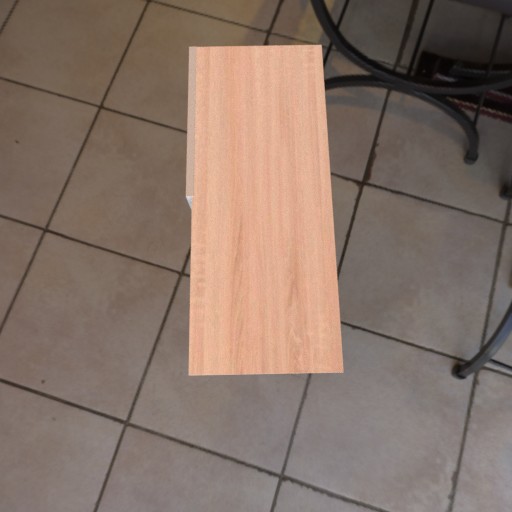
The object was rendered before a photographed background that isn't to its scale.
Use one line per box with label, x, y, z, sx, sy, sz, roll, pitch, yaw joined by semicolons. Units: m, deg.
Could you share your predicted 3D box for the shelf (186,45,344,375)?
shelf;0.000;0.000;1.941;0.434;1.405;0.995;-1;75;0
